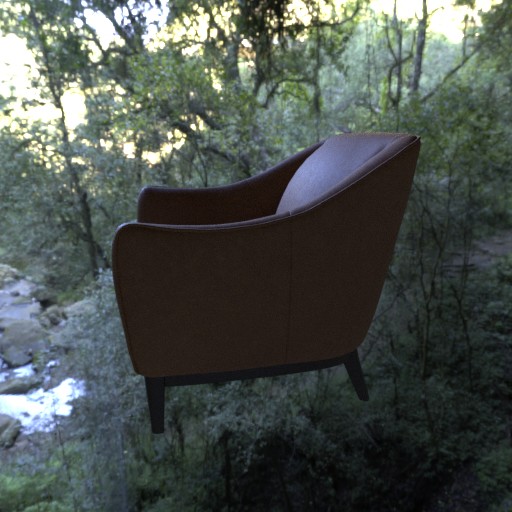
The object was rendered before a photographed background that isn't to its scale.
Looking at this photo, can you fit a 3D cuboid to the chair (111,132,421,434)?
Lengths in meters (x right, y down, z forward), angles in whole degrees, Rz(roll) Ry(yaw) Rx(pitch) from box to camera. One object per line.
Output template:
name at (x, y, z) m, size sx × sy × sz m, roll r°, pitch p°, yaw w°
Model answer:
chair at (0.000, 0.000, 1.541) m, size 0.852 × 0.830 × 0.871 m, roll -3°, pitch 15°, yaw -10°
